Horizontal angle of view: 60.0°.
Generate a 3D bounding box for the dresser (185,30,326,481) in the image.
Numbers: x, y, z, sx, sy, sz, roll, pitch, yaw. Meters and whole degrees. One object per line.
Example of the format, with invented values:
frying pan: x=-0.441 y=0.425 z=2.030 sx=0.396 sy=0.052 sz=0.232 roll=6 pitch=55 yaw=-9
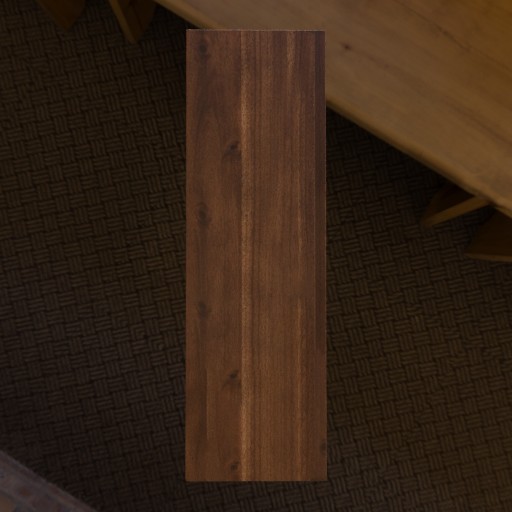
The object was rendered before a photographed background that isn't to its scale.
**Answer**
dresser: x=0.000 y=0.000 z=1.809 sx=0.438 sy=0.892 sz=1.387 roll=0 pitch=89 yaw=0
